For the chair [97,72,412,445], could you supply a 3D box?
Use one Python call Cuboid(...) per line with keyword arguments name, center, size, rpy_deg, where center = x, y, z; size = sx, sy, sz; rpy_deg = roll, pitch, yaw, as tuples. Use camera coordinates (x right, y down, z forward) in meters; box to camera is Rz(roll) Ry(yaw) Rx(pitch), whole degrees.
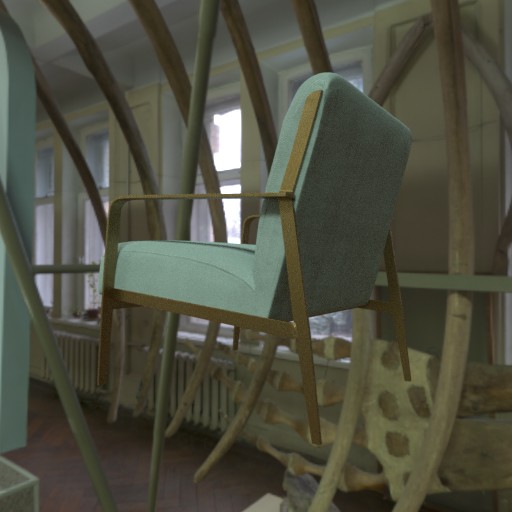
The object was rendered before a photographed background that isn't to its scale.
Cuboid(name="chair", center=(0.000, 0.000, 1.445), size=(0.842, 0.824, 0.701), rpy_deg=(-1, -1, 36))
